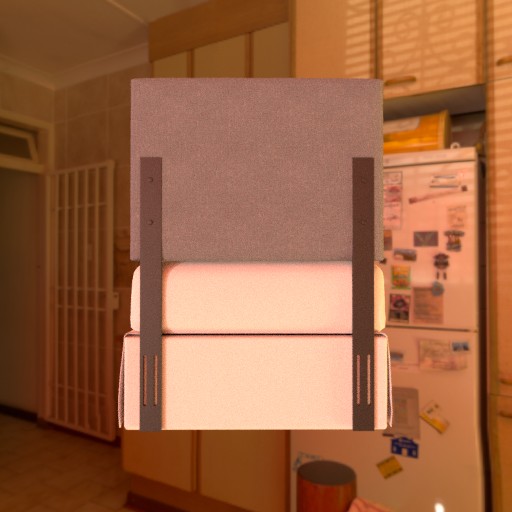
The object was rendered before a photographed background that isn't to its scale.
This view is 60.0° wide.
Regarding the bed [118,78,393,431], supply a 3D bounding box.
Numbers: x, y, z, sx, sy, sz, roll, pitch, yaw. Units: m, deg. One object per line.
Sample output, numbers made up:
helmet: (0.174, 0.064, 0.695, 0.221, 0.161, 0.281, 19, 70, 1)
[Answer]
bed: (0.000, 0.000, 2.944, 1.261, 1.571, 1.997, 0, -1, 0)
